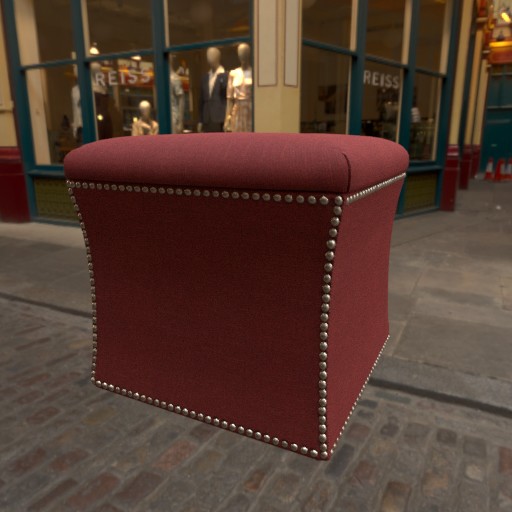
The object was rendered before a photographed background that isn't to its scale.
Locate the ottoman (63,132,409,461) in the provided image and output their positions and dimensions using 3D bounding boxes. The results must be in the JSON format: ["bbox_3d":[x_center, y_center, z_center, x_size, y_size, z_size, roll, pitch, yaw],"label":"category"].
[{"bbox_3d":[0.000,0.000,0.885,0.507,0.475,0.497,7,17,26],"label":"ottoman"}]
